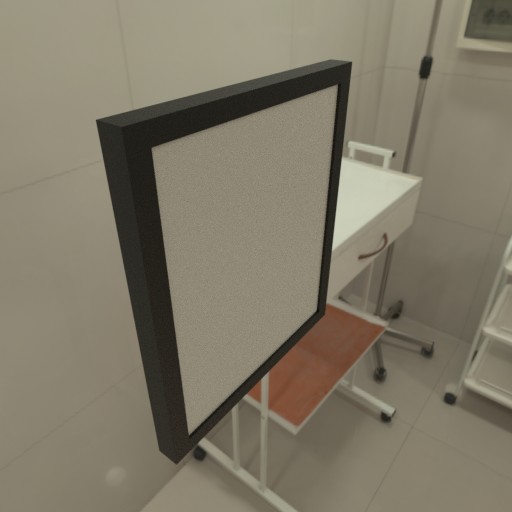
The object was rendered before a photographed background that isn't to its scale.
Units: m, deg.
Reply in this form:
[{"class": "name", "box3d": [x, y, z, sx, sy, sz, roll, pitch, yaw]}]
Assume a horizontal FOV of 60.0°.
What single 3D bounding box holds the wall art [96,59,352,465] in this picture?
[{"class": "wall art", "box3d": [0.000, 0.000, 0.515, 0.029, 0.381, 0.330, 22, 39, 31]}]
